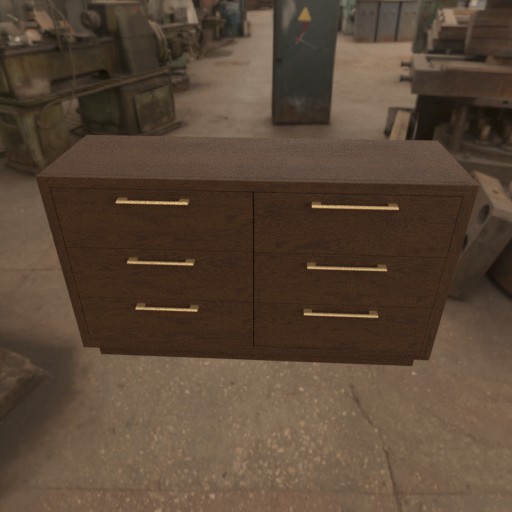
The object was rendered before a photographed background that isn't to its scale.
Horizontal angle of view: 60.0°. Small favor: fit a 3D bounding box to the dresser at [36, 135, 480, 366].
[{"bbox_3d":[0.000,0.000,1.940,1.523,0.889,0.512,2,32,3],"label":"dresser"}]
